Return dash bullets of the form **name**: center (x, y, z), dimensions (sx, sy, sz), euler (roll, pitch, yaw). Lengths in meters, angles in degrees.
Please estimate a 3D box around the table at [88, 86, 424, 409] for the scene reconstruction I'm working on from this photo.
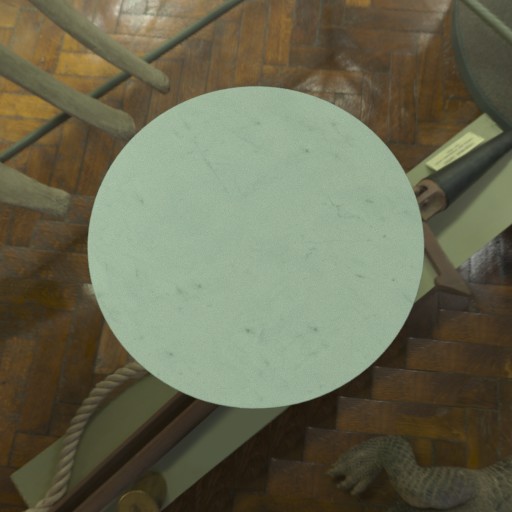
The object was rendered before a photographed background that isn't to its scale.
- **table**: center (0.000, 0.000, 1.274), dimensions (0.800, 0.450, 0.800), euler (0, 75, 0)
